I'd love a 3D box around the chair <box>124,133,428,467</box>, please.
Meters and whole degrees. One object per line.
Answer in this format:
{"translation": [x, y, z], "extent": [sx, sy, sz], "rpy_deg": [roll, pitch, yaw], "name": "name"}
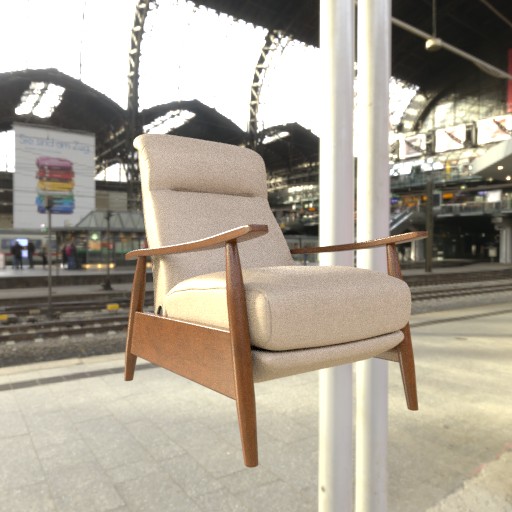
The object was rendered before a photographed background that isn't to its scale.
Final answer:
{"translation": [0.000, 0.000, 1.747], "extent": [0.762, 1.082, 1.030], "rpy_deg": [-1, 1, -36], "name": "chair"}
